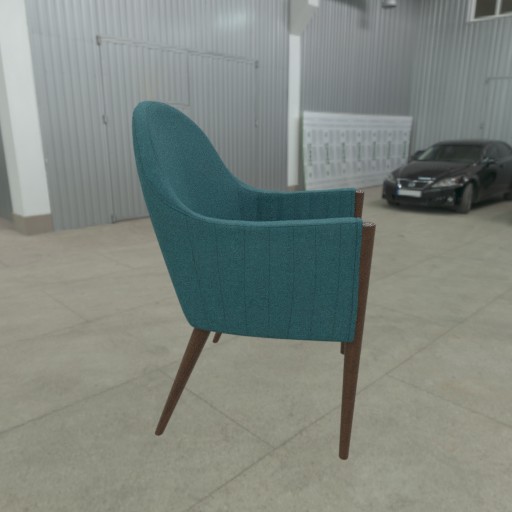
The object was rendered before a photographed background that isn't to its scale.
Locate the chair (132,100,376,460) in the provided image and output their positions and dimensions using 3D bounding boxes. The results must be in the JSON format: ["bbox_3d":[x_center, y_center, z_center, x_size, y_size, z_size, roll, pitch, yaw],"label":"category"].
[{"bbox_3d":[0.000,0.000,1.360,0.652,0.907,0.656,3,16,10],"label":"chair"}]
